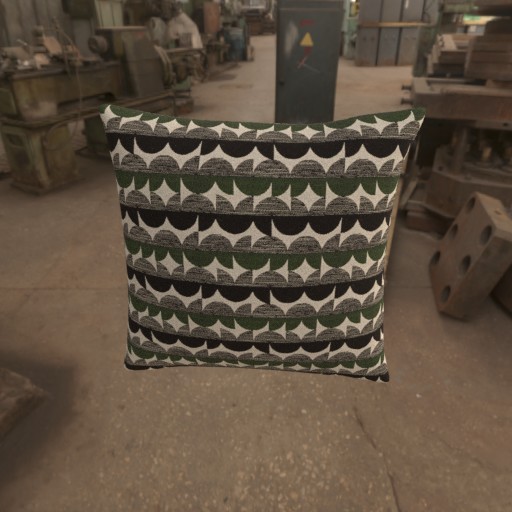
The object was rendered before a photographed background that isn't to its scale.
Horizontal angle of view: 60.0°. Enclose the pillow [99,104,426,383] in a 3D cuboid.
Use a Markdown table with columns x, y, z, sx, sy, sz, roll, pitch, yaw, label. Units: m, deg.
| x | y | z | sx | sy | sz | roll | pitch | yaw | label |
| --- | --- | --- | --- | --- | --- | --- | --- | --- | --- |
| 0.000 | 0.000 | 0.631 | 0.419 | 0.404 | 0.180 | 2 | 30 | 3 | pillow |
